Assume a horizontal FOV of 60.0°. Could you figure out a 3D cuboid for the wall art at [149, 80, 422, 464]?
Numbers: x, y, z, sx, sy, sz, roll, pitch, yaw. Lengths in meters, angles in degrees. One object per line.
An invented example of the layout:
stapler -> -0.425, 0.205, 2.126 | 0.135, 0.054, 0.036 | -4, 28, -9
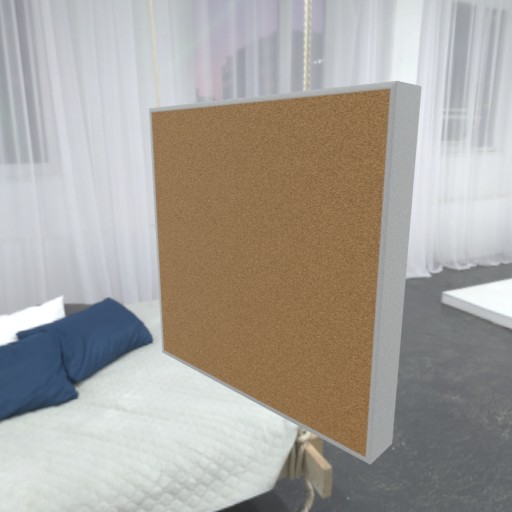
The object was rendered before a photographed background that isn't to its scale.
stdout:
wall art -> 0.000, 0.000, 0.455 | 0.305, 0.304, 0.038 | 13, 19, 43
